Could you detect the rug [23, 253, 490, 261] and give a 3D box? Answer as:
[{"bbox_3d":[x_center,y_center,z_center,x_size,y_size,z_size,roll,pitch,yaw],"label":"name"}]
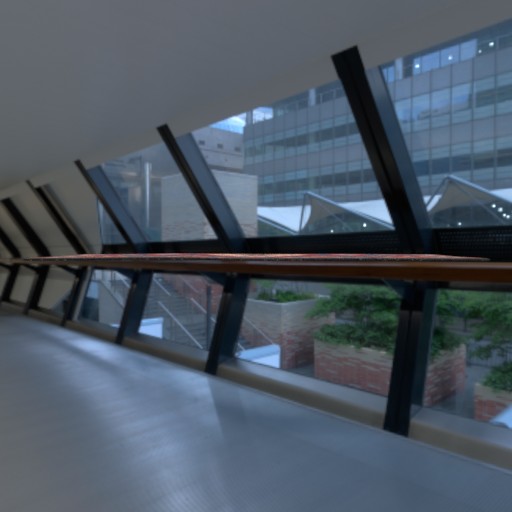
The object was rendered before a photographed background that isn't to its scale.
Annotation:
[{"bbox_3d":[0.000,0.000,3.631,3.032,0.034,1.522,0,1,1],"label":"rug"}]
